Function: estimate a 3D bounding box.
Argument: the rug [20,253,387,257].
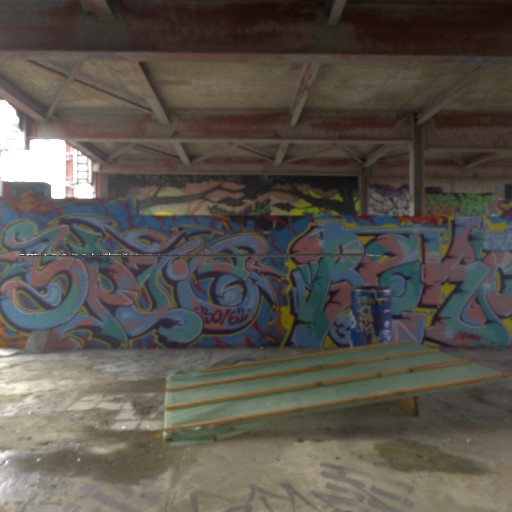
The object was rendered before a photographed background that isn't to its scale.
[{"bbox_3d":[0.000,0.000,3.682,2.005,0.013,2.890,0,0,18],"label":"rug"}]
